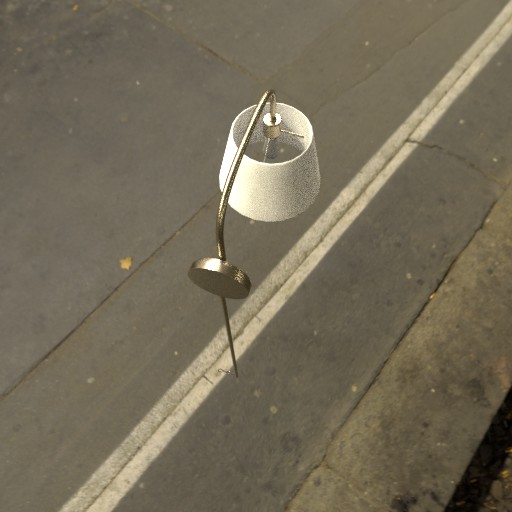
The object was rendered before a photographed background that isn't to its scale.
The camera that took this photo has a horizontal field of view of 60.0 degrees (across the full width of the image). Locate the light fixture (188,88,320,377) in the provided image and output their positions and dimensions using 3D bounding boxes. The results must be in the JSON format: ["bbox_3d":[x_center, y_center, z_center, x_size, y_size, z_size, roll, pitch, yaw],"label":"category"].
[{"bbox_3d":[0.000,0.000,0.458,0.092,0.399,0.176,16,64,8],"label":"light fixture"}]
